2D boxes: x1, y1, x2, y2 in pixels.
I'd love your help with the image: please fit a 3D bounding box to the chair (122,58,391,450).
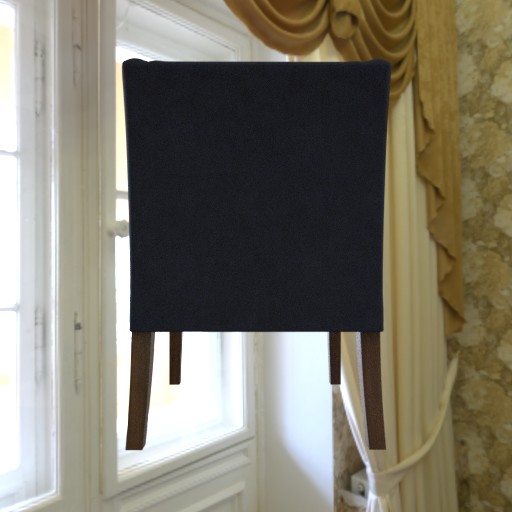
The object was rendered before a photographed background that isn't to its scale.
[{"bbox_3d":[0.000,0.000,1.295,0.629,0.895,0.629,0,0,0],"label":"chair"}]
